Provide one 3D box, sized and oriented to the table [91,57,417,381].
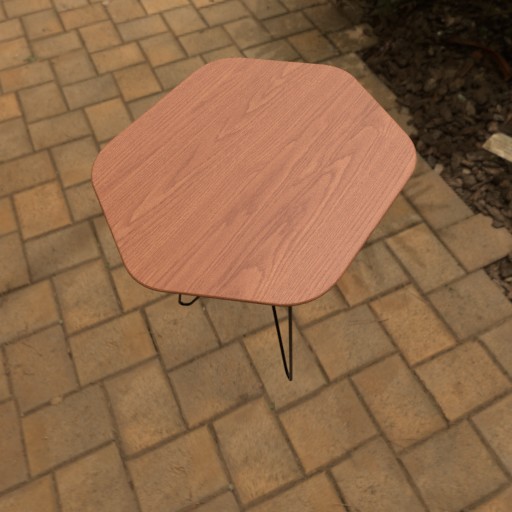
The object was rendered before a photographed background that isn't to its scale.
[{"bbox_3d":[0.000,0.000,0.891,0.400,0.562,0.500,32,64,17],"label":"table"}]
